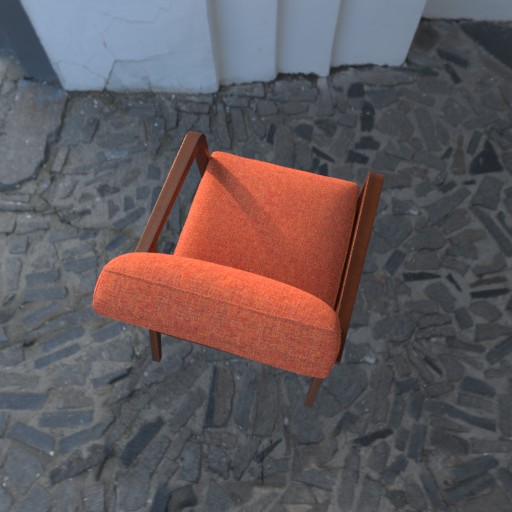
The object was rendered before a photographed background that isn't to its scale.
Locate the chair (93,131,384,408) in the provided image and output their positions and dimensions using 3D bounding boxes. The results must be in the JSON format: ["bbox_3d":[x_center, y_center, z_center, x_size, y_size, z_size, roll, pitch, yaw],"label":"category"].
[{"bbox_3d":[0.000,0.000,1.545,0.719,0.890,0.860,15,65,7],"label":"chair"}]
